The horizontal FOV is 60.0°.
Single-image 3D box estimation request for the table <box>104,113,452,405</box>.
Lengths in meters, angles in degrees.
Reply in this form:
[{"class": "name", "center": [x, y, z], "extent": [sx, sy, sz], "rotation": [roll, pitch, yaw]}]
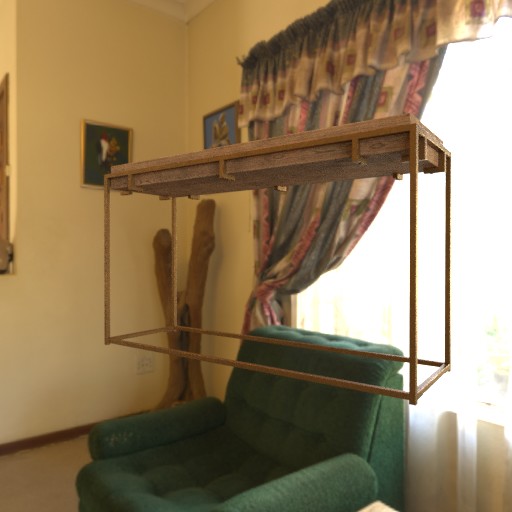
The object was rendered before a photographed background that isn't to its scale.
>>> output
[{"class": "table", "center": [0.000, 0.000, 1.810], "extent": [1.400, 0.820, 0.440], "rotation": [0, 1, 36]}]
